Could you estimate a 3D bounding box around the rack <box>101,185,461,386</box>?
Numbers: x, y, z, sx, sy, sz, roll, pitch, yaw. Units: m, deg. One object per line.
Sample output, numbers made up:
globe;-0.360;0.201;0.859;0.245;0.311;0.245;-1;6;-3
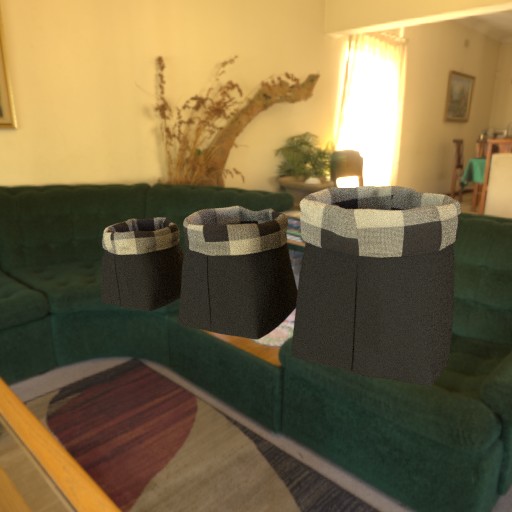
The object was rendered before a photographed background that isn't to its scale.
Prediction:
rack;0.000;0.000;1.059;0.889;0.329;0.370;8;17;25
